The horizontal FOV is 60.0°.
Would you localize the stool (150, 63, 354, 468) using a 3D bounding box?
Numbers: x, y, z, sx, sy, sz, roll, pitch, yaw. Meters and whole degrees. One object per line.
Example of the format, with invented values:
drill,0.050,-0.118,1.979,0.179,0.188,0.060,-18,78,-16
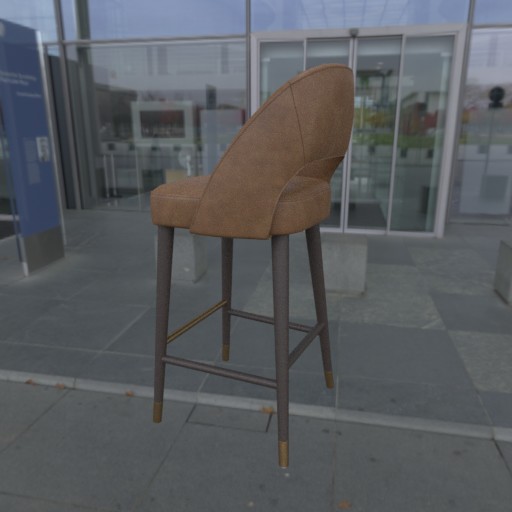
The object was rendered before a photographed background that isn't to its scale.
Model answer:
stool,0.000,0.000,1.335,0.509,1.037,0.494,8,18,25
